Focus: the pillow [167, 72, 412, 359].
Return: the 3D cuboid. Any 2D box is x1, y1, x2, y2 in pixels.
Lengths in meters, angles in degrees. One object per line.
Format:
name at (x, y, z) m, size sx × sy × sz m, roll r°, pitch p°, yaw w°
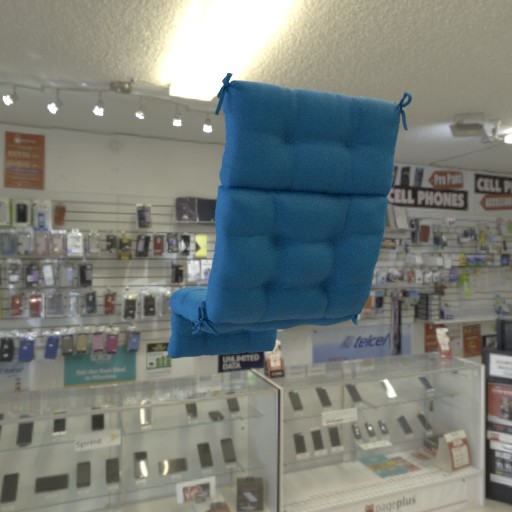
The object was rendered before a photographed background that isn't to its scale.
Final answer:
pillow at (0.000, 0.000, 1.525) m, size 0.526 × 0.863 × 1.016 m, roll 0°, pitch -1°, yaw -19°
